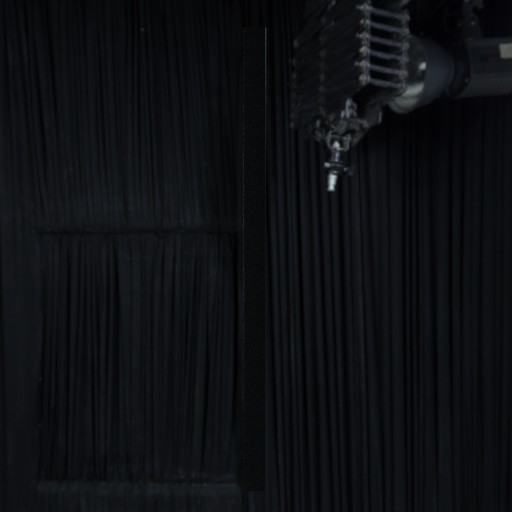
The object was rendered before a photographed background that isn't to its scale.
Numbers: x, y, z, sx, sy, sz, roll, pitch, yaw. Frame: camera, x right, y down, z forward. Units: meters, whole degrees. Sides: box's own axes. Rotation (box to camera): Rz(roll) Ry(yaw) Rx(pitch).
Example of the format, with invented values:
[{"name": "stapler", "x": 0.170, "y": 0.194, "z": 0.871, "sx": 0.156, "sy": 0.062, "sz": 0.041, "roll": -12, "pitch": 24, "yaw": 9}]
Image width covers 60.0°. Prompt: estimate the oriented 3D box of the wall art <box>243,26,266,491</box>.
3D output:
[{"name": "wall art", "x": 0.000, "y": 0.000, "z": 1.098, "sx": 0.036, "sy": 0.755, "sz": 0.756, "roll": 0, "pitch": 2, "yaw": 0}]
